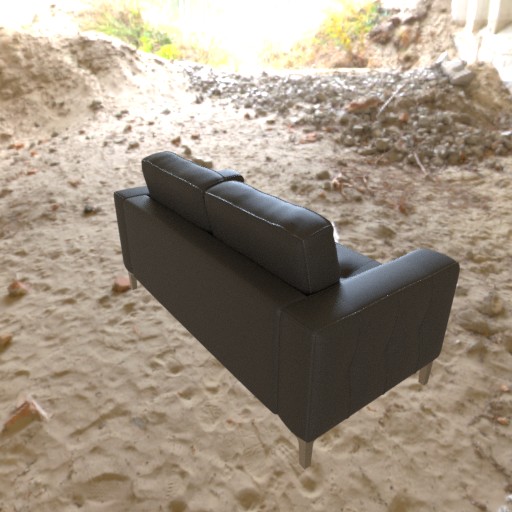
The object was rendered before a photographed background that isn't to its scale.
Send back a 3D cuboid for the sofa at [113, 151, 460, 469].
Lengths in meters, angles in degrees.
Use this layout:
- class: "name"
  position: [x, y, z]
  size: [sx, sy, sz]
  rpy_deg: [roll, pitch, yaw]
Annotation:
- class: "sofa"
  position: [0.000, 0.000, 2.248]
  size: [0.833, 0.893, 1.726]
  rpy_deg: [-18, 32, -32]
